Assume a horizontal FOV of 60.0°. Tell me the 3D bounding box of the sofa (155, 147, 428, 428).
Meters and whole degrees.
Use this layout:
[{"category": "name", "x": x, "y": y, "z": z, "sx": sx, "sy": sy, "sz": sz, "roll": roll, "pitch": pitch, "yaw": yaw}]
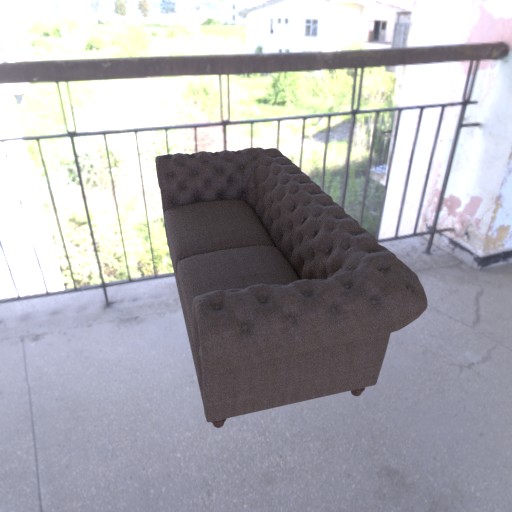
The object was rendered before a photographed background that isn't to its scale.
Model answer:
[{"category": "sofa", "x": 0.000, "y": 0.000, "z": 2.583, "sx": 0.944, "sy": 0.780, "sz": 2.048, "roll": -8, "pitch": 31, "yaw": -13}]
